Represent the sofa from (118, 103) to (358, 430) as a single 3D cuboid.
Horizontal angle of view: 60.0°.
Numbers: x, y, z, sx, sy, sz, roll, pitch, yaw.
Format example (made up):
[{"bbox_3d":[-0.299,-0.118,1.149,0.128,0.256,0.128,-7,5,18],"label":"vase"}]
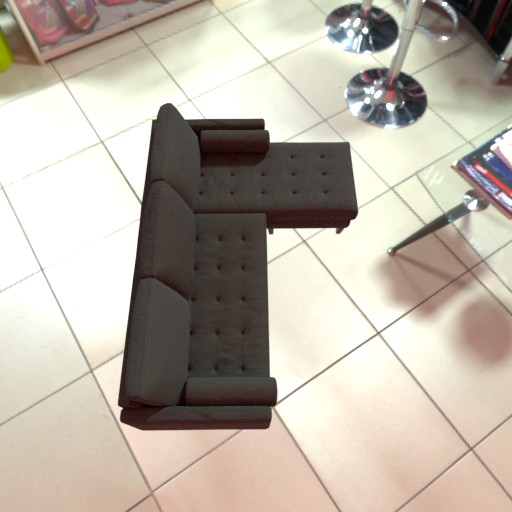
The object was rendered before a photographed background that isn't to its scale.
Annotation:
[{"bbox_3d":[0.000,0.000,3.029,1.506,0.876,2.178,0,64,0],"label":"sofa"}]
